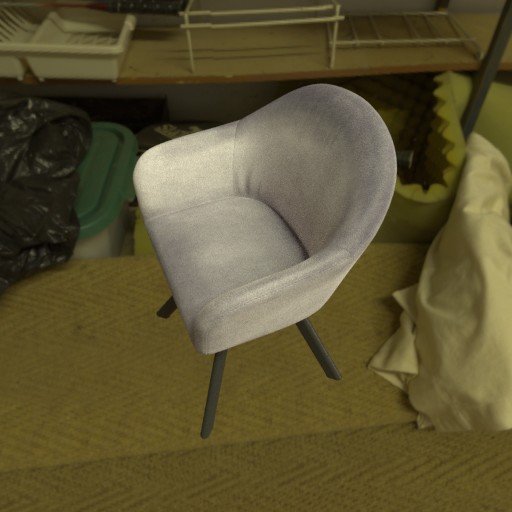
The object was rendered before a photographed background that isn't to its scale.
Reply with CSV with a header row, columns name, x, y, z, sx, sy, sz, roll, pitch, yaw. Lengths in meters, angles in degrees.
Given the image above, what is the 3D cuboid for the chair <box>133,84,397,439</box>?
name,x,y,z,sx,sy,sz,roll,pitch,yaw
chair,0.000,0.000,1.166,0.540,0.780,0.570,-18,49,-17
